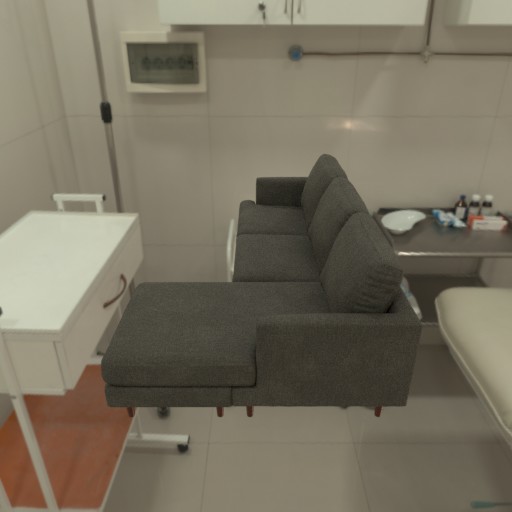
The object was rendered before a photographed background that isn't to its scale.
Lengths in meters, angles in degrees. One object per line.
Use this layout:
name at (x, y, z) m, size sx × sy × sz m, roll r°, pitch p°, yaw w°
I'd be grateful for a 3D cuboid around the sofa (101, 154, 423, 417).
sofa at (0.000, 0.000, 3.071) m, size 1.504 × 0.956 × 2.233 m, roll 0°, pitch 27°, yaw 0°
